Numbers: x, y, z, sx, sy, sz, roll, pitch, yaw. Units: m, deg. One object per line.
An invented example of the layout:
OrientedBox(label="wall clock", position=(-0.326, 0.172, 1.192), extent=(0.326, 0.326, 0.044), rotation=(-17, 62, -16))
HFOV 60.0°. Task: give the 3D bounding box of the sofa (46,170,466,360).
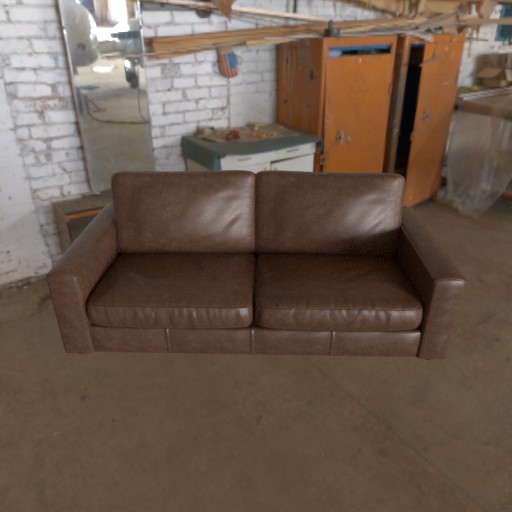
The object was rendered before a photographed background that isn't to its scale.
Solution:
OrientedBox(label="sofa", position=(0.000, 0.000, 2.741), extent=(2.179, 0.873, 1.016), rotation=(1, 28, 1))
